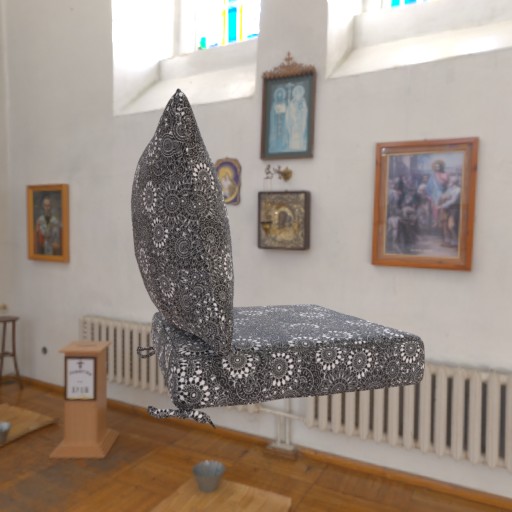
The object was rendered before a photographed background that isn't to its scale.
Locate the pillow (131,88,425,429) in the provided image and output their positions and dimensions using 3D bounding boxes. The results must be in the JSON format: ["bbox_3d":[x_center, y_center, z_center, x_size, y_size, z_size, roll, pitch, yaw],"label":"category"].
[{"bbox_3d":[0.000,0.000,1.363,0.740,0.722,0.798,0,1,-17],"label":"pillow"}]
